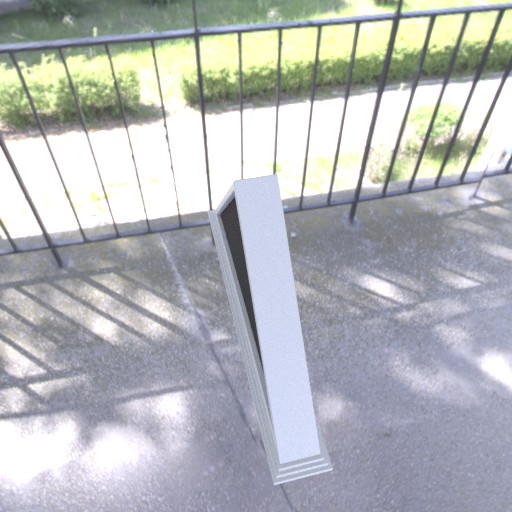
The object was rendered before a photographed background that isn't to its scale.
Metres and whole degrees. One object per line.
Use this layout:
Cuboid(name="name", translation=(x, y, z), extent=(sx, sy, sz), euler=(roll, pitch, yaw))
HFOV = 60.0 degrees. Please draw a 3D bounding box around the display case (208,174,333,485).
Cuboid(name="display case", translation=(0.000, 0.000, 0.774), extent=(0.095, 0.340, 0.640), euler=(-10, 48, -9))
